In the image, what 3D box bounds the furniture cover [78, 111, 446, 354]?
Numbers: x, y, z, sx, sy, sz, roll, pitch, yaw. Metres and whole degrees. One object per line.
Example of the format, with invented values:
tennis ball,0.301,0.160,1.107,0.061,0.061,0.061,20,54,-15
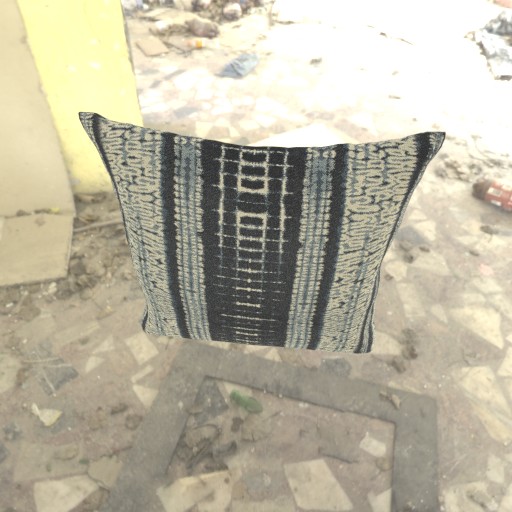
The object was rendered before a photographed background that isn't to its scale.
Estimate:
furniture cover,0.000,0.000,0.660,0.425,0.435,0.133,4,45,4
